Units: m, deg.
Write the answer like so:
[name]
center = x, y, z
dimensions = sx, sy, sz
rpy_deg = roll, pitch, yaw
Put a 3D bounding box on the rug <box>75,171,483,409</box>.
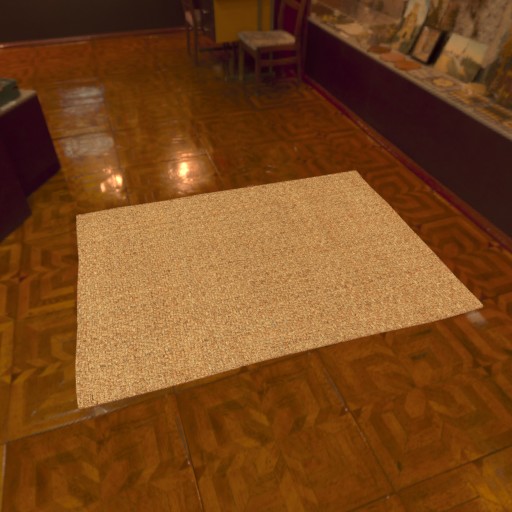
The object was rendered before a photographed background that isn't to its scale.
[rug]
center = 0.000, 0.000, 2.746
dimensions = 2.141, 0.013, 1.566
rpy_deg = -12, 42, -13
